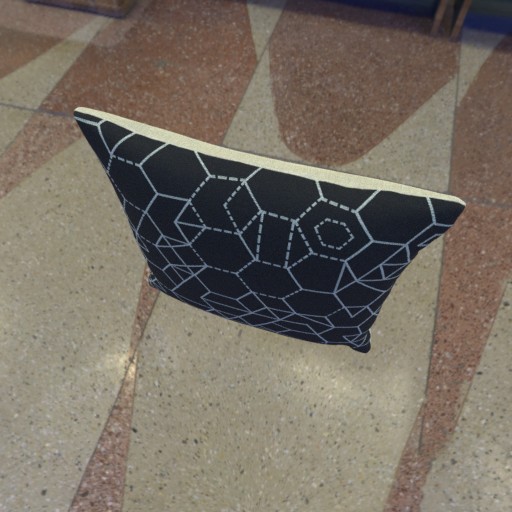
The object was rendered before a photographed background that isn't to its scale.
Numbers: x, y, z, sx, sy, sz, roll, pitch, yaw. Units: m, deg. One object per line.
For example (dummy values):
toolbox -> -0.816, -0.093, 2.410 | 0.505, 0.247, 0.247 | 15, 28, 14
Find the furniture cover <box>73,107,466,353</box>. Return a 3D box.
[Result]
furniture cover -> 0.000, 0.000, 0.773 | 0.517, 0.508, 0.158 | 15, 60, 9
